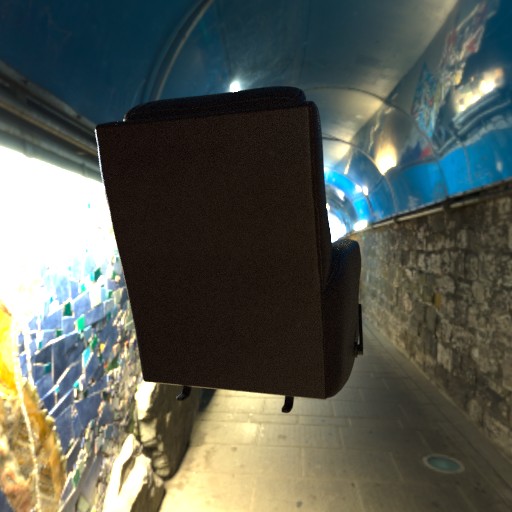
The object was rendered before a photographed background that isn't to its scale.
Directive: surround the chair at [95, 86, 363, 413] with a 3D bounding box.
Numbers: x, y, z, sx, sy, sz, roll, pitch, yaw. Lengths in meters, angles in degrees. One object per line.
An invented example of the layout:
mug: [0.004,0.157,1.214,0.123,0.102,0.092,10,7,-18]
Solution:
chair: [0.000,0.000,1.771,0.829,1.030,1.080,0,1,18]
